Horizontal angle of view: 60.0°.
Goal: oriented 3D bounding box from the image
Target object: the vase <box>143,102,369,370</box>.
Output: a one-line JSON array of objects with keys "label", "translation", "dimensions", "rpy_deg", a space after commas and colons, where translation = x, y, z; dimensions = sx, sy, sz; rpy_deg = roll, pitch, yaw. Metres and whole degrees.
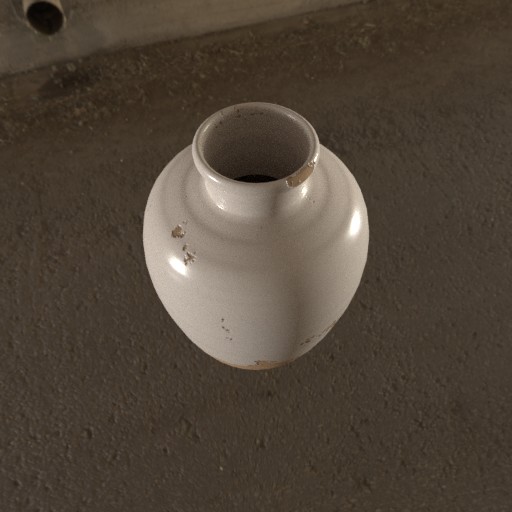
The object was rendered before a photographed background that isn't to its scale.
[{"label": "vase", "translation": [0.000, 0.000, 0.339], "dimensions": [0.158, 0.228, 0.158], "rpy_deg": [0, 56, 0]}]
